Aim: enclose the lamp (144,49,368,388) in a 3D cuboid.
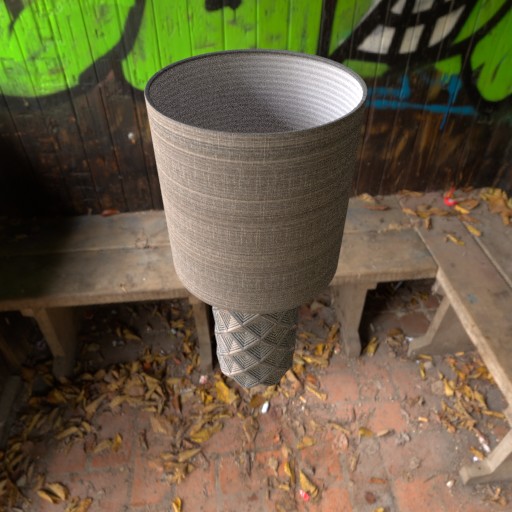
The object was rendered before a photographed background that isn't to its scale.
[{"bbox_3d":[0.000,0.000,0.731,0.269,0.566,0.268,-25,48,-25],"label":"lamp"}]
